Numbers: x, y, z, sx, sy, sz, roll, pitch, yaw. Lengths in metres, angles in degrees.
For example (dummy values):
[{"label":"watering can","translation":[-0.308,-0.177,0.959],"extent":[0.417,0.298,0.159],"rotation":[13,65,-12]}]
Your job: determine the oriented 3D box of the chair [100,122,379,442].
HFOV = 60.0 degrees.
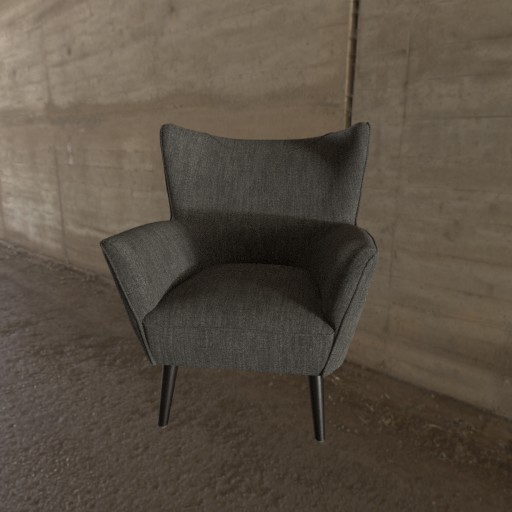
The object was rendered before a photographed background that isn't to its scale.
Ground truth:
[{"label":"chair","translation":[0.000,0.000,1.589],"extent":[0.781,0.933,0.888],"rotation":[2,14,8]}]
